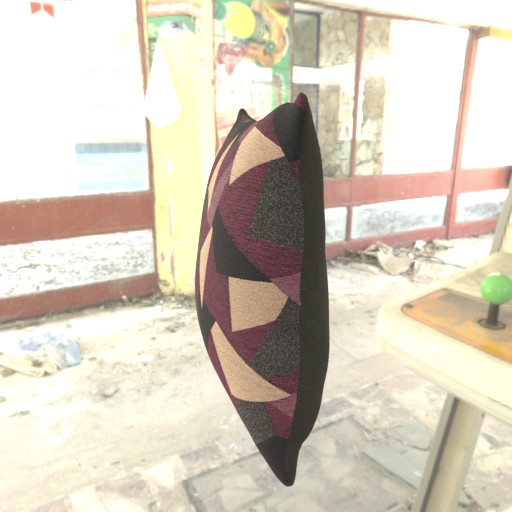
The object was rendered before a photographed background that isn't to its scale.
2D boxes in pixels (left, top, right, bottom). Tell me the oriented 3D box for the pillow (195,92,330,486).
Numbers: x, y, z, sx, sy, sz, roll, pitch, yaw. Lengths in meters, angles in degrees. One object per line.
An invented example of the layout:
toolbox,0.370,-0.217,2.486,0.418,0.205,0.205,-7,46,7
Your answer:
pillow,0.000,0.000,0.748,0.208,0.496,0.503,-2,16,-9
